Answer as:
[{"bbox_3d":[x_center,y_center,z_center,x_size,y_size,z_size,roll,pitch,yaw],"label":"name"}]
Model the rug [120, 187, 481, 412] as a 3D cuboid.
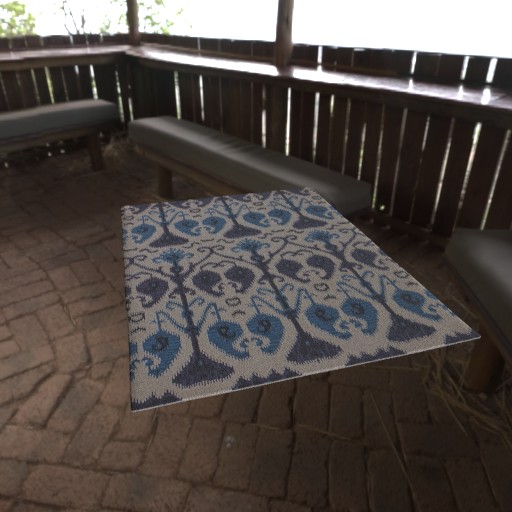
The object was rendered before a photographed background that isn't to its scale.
[{"bbox_3d":[0.000,0.000,4.232,2.443,0.024,3.228,-8,30,-14],"label":"rug"}]
